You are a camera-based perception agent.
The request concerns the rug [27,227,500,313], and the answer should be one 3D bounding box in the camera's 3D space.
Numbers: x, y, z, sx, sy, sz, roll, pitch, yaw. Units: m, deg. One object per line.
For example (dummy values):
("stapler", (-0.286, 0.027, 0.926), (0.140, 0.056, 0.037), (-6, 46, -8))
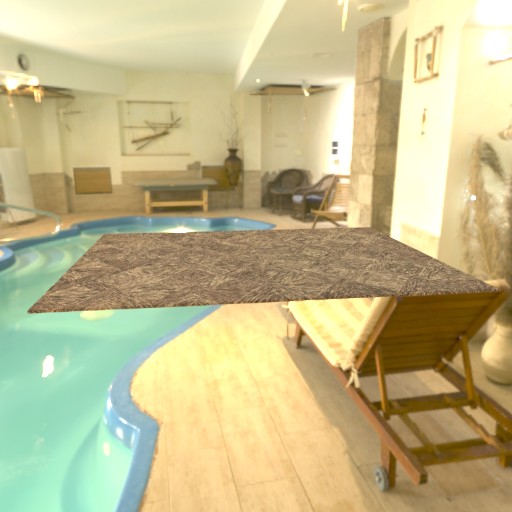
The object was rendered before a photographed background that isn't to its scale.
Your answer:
("rug", (0.000, 0.000, 4.117), (3.204, 0.017, 2.448), (-2, 14, -7))
